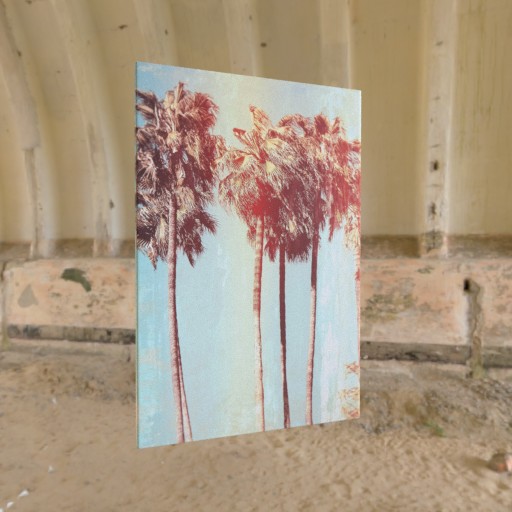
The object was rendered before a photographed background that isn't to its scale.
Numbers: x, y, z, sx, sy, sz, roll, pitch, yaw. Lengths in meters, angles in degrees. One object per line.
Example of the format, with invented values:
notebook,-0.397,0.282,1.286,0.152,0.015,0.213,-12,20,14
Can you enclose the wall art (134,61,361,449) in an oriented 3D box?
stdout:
wall art,0.000,0.000,1.153,0.605,0.915,0.037,0,1,-19
